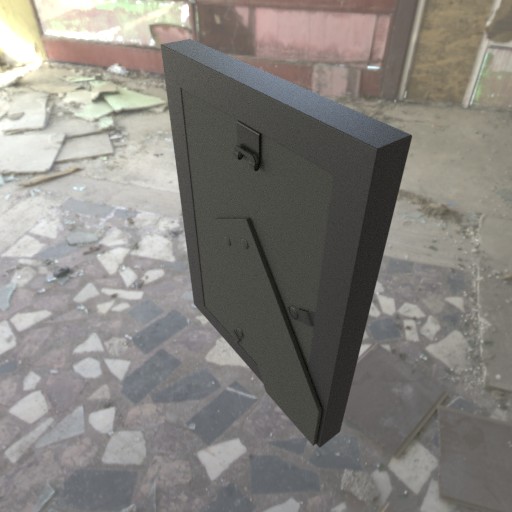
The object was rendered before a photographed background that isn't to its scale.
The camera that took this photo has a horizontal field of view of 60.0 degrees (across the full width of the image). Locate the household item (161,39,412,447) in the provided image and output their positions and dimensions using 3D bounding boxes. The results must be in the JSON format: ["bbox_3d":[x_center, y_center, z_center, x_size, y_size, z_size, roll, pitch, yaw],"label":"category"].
[{"bbox_3d":[0.000,0.000,0.227,0.022,0.178,0.133,-26,47,-27],"label":"household item"}]
